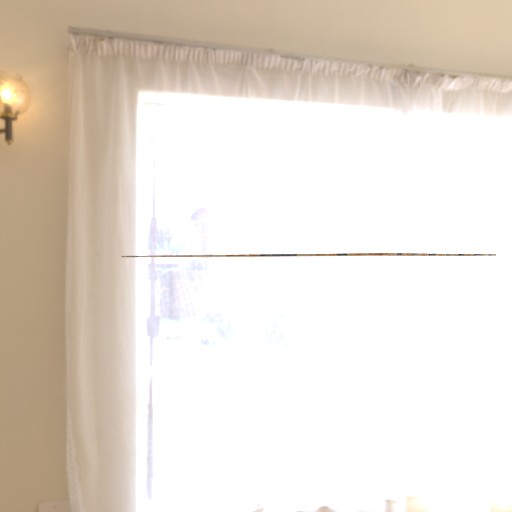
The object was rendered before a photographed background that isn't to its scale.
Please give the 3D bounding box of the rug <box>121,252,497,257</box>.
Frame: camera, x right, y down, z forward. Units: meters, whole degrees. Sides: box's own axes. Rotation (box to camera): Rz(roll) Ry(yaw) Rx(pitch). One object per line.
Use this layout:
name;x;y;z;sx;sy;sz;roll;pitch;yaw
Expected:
rug;0.000;0.000;2.633;0.783;0.010;2.437;0;0;-37
